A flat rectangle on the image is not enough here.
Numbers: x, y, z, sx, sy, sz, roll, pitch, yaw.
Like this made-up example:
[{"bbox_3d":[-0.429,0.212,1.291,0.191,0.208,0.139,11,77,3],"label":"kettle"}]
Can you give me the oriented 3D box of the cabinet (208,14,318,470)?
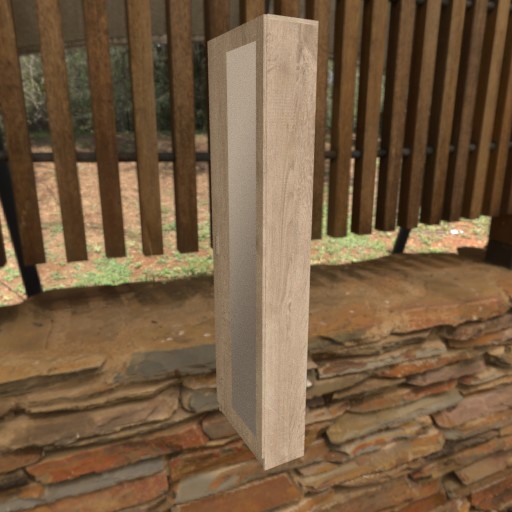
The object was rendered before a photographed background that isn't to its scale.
[{"bbox_3d":[0.000,0.000,1.944,0.230,1.790,0.500,-8,17,-27],"label":"cabinet"}]
